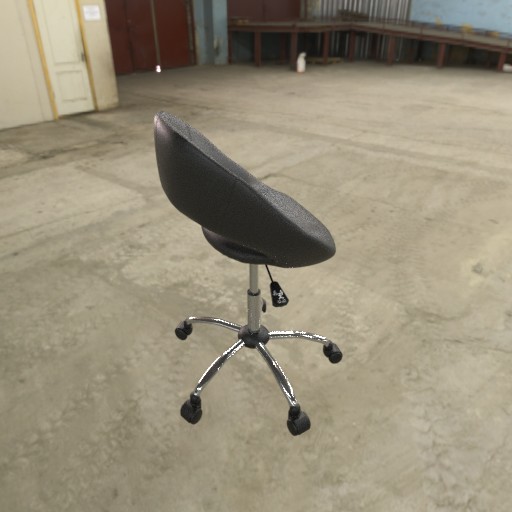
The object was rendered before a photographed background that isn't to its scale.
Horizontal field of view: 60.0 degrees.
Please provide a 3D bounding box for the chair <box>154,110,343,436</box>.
[{"bbox_3d":[0.000,0.000,1.226,0.538,0.791,0.612,-10,30,-17],"label":"chair"}]
